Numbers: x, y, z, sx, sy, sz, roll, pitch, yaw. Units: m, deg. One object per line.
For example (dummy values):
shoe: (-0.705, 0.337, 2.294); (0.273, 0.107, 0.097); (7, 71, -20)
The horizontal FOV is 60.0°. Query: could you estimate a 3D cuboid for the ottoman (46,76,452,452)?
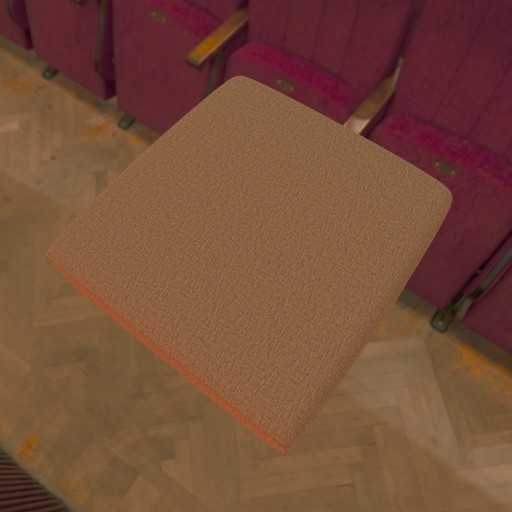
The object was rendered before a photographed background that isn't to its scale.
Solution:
ottoman: (0.000, 0.000, 1.076); (0.649, 0.398, 0.650); (34, 69, 15)
